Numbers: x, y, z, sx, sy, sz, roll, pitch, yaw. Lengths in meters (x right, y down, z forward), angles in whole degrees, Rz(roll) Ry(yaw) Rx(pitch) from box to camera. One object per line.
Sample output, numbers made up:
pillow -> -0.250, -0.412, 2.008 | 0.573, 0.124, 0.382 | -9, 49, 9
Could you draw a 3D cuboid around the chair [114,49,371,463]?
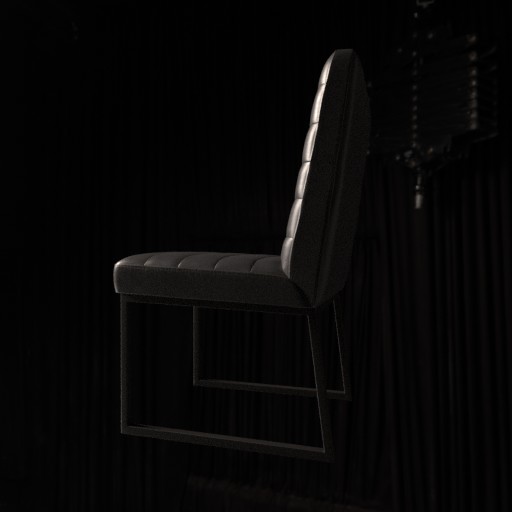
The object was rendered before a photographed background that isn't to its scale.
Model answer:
chair -> 0.000, 0.000, 1.293 | 0.634, 0.930, 0.520 | 0, 0, 17
